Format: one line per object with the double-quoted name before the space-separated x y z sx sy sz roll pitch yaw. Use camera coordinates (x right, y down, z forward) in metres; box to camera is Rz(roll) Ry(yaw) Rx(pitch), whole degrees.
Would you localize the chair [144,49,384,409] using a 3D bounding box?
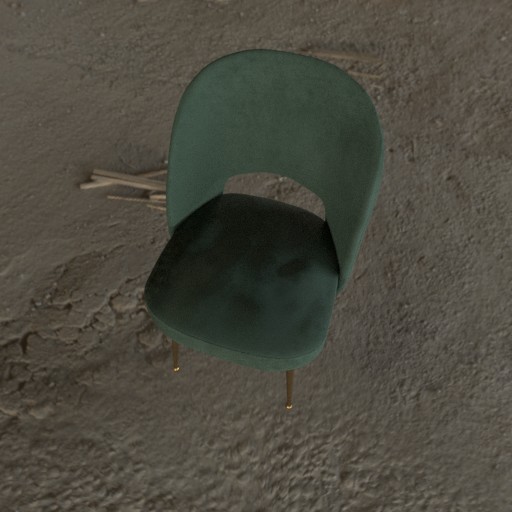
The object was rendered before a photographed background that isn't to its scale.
"chair" 0.000 0.000 1.220 0.527 0.860 0.577 15 58 10
